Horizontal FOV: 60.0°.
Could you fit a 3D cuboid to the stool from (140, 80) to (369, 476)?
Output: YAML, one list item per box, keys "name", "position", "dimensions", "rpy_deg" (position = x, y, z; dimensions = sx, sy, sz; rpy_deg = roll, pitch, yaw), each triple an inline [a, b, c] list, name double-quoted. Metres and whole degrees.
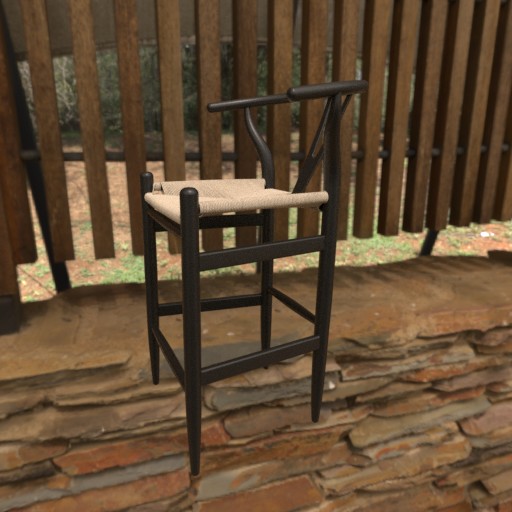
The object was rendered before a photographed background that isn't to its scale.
- name: "stool"
  position: [0.000, 0.000, 1.307]
  dimensions: [0.579, 0.970, 0.569]
  rpy_deg: [-7, 17, -23]
